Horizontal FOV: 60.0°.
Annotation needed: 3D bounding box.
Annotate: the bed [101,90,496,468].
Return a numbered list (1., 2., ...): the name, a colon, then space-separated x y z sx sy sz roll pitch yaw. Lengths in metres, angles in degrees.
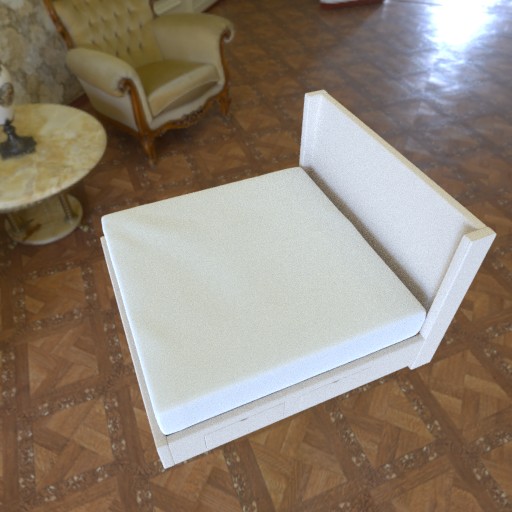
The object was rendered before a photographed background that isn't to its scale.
1. bed: 0.000 0.000 3.584 2.293 1.471 2.145 -17 48 -16
